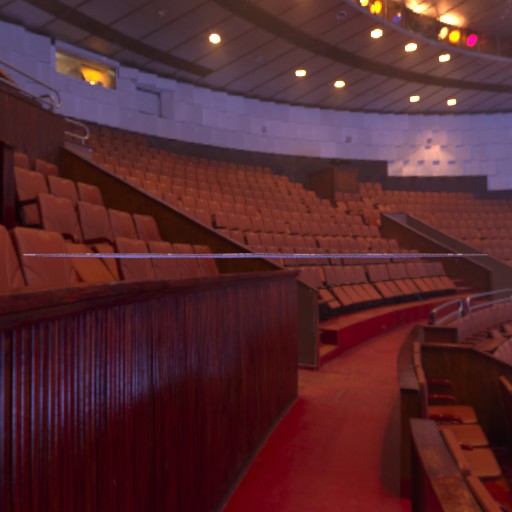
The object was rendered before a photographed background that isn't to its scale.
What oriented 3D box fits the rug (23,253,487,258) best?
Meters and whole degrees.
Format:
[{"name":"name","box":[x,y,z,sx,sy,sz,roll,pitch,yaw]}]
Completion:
[{"name":"rug","box":[0.000,0.000,4.460,3.419,0.020,2.441,0,-1,0]}]
